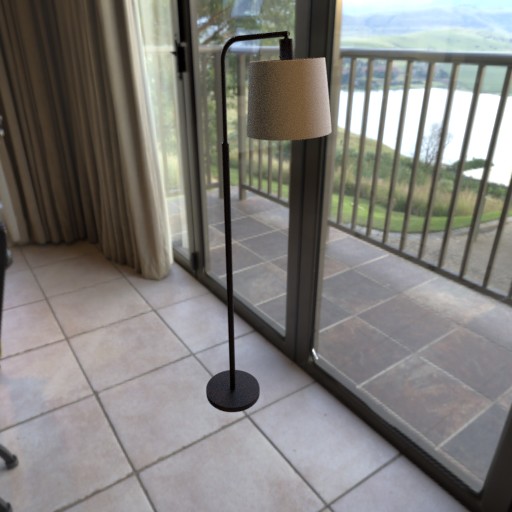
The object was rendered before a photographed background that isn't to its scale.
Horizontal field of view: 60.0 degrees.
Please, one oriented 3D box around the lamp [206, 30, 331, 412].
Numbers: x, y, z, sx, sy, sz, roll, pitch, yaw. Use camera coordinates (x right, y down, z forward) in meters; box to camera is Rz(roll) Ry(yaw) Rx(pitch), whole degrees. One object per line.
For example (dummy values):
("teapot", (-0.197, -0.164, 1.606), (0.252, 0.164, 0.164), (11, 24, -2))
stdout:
("lamp", (0.000, 0.000, 1.631), (0.508, 1.478, 0.254), (18, 32, 32))
